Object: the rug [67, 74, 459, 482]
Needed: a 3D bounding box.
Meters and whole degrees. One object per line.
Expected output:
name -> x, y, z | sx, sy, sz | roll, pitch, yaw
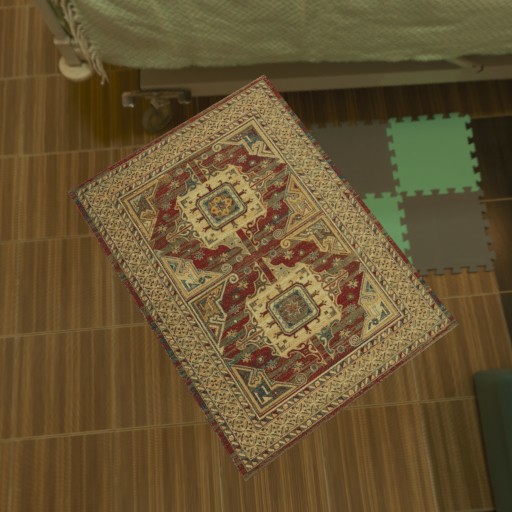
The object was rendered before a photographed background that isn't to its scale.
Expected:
rug -> 0.000, 0.000, 4.264 | 2.381, 0.013, 3.197 | -33, 79, -8
